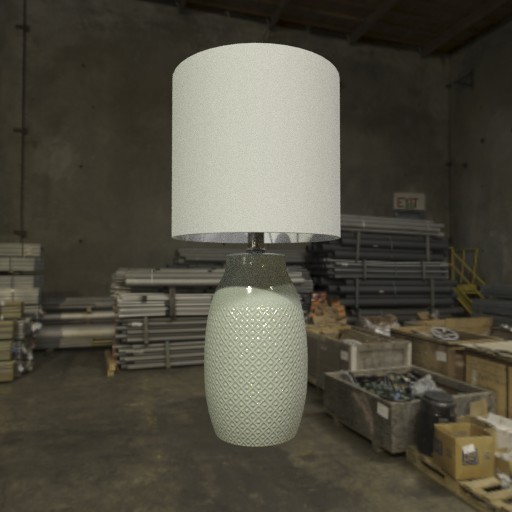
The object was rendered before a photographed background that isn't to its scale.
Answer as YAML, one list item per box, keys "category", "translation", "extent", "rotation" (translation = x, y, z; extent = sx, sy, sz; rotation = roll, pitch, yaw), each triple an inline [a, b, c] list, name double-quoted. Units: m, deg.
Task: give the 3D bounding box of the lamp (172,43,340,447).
- category: "lamp"
  translation: [0.000, 0.000, 0.579]
  extent: [0.217, 0.453, 0.217]
  rotation: [0, -2, -17]
